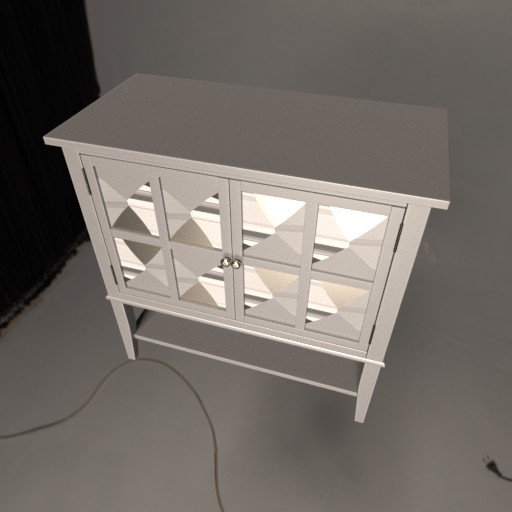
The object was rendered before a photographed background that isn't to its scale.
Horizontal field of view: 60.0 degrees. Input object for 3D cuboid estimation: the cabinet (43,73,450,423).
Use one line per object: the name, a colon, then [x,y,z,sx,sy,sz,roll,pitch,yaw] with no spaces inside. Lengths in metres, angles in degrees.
cabinet: [0.000,0.000,1.226,0.801,0.780,0.396,12,43,13]
